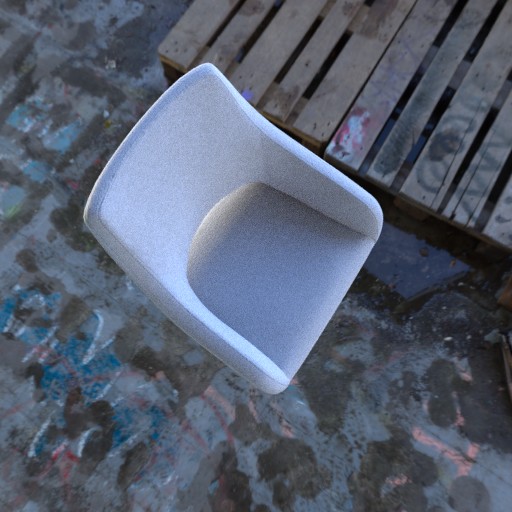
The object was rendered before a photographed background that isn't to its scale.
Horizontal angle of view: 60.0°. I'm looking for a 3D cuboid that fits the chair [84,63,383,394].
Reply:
[{"bbox_3d":[0.000,0.000,1.293,0.600,0.889,0.609,32,78,8],"label":"chair"}]
